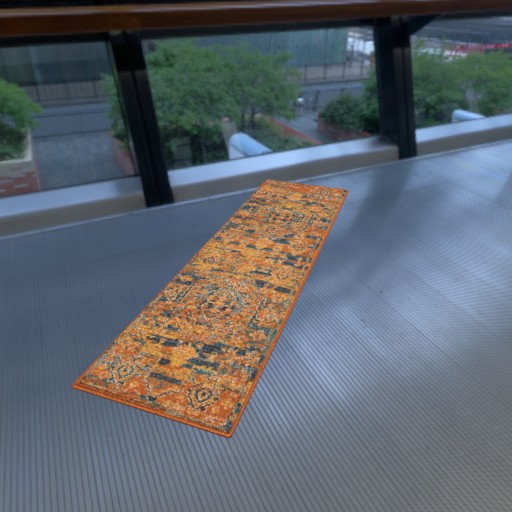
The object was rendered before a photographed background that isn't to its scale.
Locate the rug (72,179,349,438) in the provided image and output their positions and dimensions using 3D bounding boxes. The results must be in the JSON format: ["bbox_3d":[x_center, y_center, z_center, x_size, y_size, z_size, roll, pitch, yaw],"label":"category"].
[{"bbox_3d":[0.000,0.000,2.483,0.651,0.016,2.274,11,32,17],"label":"rug"}]
